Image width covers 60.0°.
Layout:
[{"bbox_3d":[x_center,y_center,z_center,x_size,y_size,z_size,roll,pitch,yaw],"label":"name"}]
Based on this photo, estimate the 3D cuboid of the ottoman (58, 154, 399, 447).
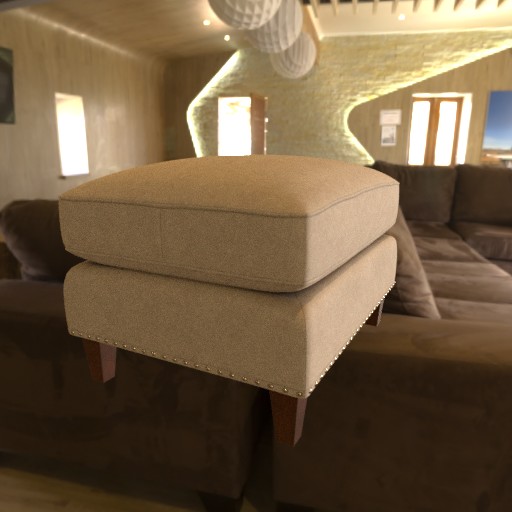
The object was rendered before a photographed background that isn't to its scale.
[{"bbox_3d":[0.000,0.000,1.149,0.584,0.513,0.741,7,15,27],"label":"ottoman"}]
